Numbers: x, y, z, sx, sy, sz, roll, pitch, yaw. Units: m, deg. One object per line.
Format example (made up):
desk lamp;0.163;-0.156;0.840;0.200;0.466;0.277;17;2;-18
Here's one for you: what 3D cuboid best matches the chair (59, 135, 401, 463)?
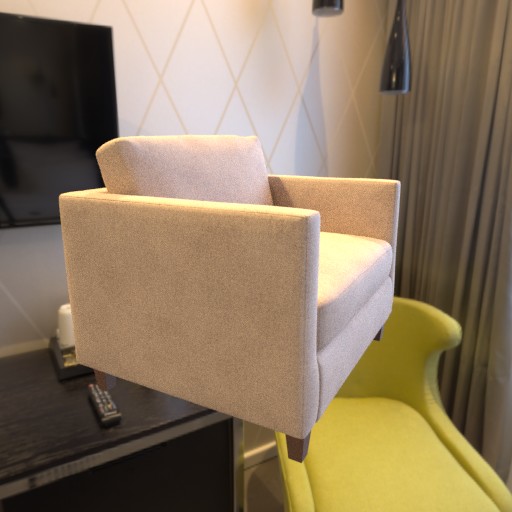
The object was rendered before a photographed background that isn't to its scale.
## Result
chair;0.000;0.000;1.813;0.959;0.961;1.133;8;17;28
